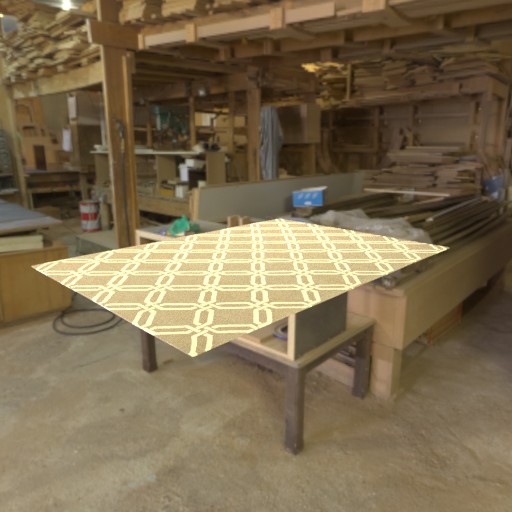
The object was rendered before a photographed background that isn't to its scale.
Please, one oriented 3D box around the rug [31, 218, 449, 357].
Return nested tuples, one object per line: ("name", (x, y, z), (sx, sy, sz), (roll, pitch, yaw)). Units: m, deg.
("rug", (0.000, 0.000, 4.394), (2.441, 0.020, 3.419), (15, 21, 43))
